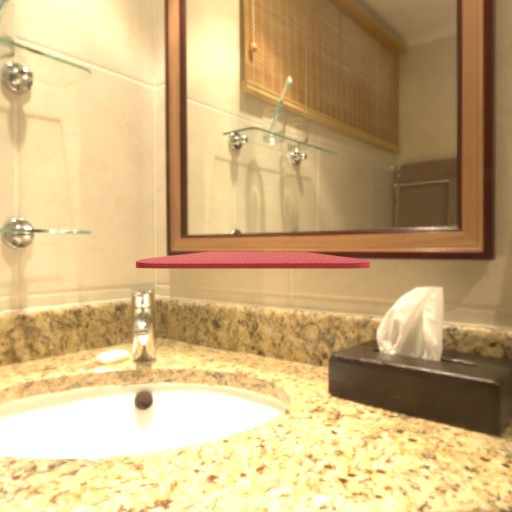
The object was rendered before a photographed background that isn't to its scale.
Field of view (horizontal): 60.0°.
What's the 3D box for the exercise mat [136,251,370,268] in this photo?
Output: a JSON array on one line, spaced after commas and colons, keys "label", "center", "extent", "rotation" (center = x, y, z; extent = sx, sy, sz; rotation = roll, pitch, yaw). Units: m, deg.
[{"label": "exercise mat", "center": [0.000, 0.000, 2.047], "extent": [0.616, 0.021, 1.884], "rotation": [0, 1, 1]}]
